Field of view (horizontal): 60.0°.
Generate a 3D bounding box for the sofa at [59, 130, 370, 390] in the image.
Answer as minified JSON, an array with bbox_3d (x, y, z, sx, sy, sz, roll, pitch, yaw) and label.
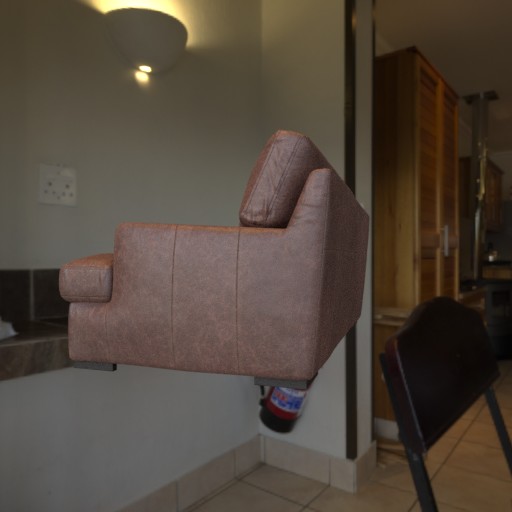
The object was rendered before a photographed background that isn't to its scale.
[{"bbox_3d":[0.000,0.000,2.514,1.143,0.939,1.880,0,0,18],"label":"sofa"}]
